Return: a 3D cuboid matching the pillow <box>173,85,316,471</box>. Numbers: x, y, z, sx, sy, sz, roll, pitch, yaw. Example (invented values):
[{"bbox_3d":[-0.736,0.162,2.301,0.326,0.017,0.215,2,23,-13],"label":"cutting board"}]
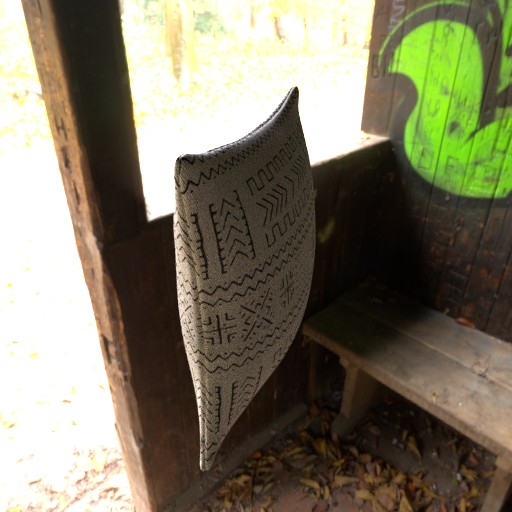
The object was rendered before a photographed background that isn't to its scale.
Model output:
[{"bbox_3d":[0.000,0.000,0.663,0.164,0.430,0.438,9,31,16],"label":"pillow"}]
